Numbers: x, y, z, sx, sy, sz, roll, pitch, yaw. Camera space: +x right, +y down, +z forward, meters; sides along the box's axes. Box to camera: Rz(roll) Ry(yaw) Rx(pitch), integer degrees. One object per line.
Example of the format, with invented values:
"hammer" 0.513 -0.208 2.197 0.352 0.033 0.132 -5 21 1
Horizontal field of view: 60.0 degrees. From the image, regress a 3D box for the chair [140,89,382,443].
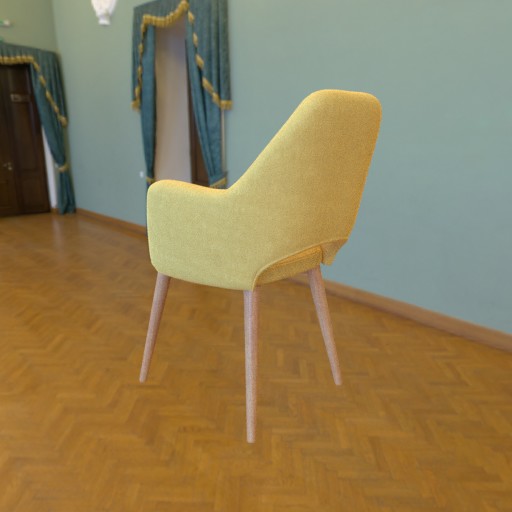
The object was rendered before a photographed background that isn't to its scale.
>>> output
"chair" 0.000 0.000 1.248 0.590 0.840 0.610 -15 22 -43
